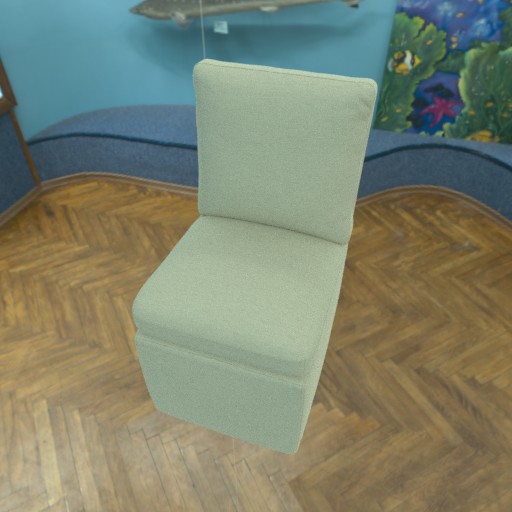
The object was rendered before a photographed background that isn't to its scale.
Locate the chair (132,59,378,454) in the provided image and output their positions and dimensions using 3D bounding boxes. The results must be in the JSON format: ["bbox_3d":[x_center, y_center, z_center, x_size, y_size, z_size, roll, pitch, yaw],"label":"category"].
[{"bbox_3d":[0.000,0.000,1.300,0.503,0.927,0.698,13,44,14],"label":"chair"}]
